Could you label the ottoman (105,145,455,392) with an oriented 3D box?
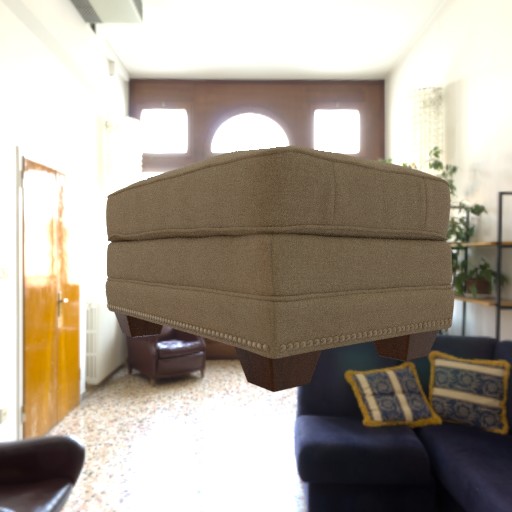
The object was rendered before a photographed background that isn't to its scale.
[{"bbox_3d":[0.000,0.000,1.155,0.559,0.458,0.813,0,0,-37],"label":"ottoman"}]
